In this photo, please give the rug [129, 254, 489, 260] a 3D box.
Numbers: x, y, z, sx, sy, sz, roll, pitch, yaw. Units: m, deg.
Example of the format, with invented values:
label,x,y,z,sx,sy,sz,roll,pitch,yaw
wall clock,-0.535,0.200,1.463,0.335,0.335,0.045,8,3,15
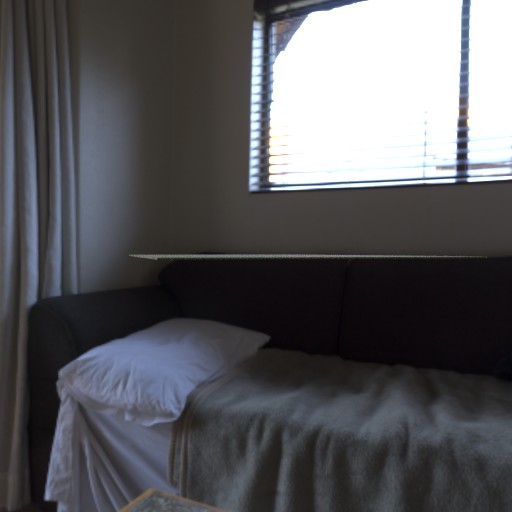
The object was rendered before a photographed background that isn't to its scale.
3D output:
label,x,y,z,sx,sy,sz,roll,pitch,yaw
rug,0.000,0.000,2.200,1.143,0.006,1.747,0,0,-18
